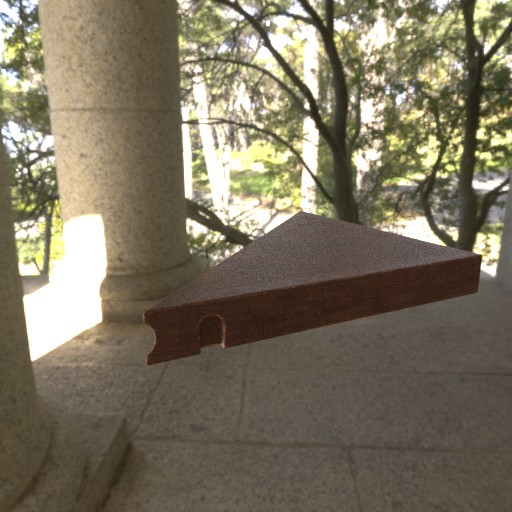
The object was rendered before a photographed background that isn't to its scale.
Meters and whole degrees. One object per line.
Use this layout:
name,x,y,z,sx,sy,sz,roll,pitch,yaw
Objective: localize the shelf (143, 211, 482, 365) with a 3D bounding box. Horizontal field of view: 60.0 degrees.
shelf,0.000,0.000,0.453,0.296,0.035,0.296,-7,16,-26
